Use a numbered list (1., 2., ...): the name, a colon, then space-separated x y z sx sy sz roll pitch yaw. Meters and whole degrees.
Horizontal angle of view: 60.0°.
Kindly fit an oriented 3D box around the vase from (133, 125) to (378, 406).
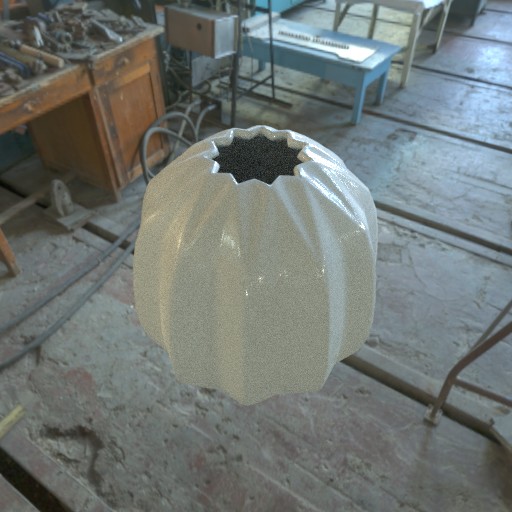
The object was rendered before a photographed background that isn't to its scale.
1. vase: 0.000 0.000 0.249 0.139 0.134 0.139 0 45 0
